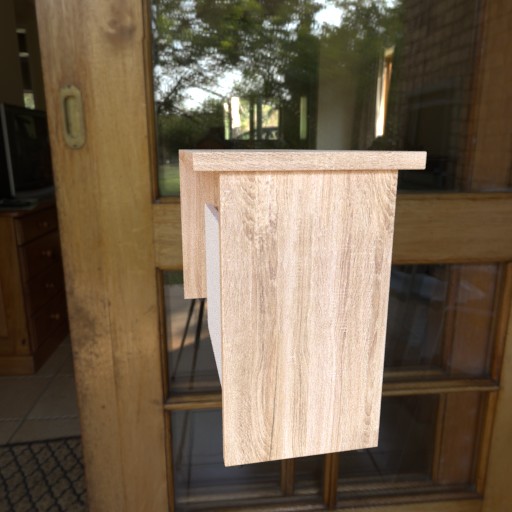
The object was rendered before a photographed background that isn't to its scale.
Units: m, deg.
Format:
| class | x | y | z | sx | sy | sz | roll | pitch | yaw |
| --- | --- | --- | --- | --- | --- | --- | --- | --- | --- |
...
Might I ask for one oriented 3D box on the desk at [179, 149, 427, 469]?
| class | x | y | z | sx | sy | sz | roll | pitch | yaw |
| --- | --- | --- | --- | --- | --- | --- | --- | --- | --- |
| desk | 0.000 | 0.000 | 1.615 | 0.500 | 0.750 | 1.300 | -3 | 14 | -11 |
